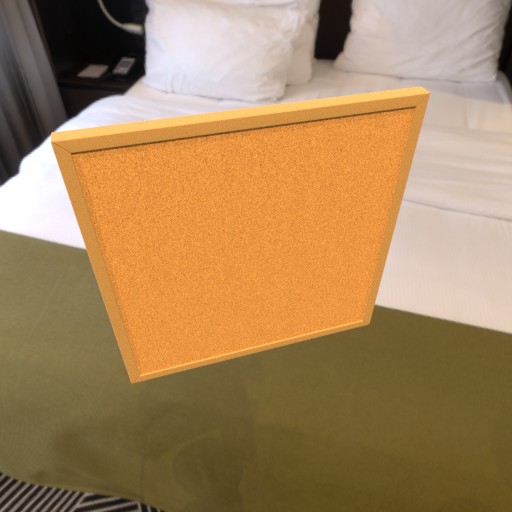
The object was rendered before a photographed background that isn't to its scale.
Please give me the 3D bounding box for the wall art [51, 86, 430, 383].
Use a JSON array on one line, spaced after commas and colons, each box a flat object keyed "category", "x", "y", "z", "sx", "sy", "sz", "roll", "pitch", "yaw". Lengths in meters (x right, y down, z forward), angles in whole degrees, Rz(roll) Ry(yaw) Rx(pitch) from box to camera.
[{"category": "wall art", "x": 0.000, "y": 0.000, "z": 1.122, "sx": 0.761, "sy": 0.761, "sz": 0.037, "roll": -11, "pitch": 43, "yaw": -12}]
